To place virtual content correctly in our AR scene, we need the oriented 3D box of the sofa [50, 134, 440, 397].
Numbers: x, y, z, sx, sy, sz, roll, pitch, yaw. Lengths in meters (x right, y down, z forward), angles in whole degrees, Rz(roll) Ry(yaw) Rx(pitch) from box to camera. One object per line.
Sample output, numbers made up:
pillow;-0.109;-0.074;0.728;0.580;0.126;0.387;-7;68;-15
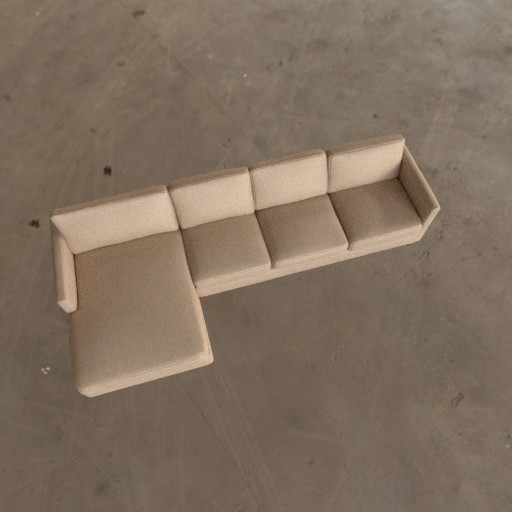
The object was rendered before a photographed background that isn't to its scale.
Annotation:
sofa;0.000;0.000;3.760;3.201;0.876;1.502;-14;63;-7
